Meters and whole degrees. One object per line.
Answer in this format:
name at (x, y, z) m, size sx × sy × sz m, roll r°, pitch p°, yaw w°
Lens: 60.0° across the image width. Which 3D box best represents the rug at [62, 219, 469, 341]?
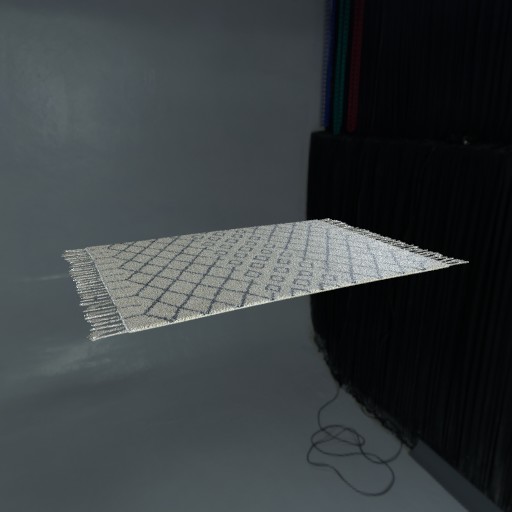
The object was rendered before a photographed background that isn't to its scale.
rug at (0.000, 0.000, 3.327) m, size 2.615 × 0.029 × 1.664 m, roll -9°, pitch 19°, yaw -26°
